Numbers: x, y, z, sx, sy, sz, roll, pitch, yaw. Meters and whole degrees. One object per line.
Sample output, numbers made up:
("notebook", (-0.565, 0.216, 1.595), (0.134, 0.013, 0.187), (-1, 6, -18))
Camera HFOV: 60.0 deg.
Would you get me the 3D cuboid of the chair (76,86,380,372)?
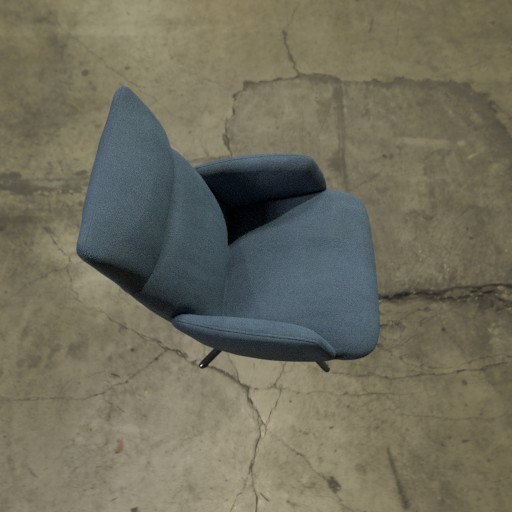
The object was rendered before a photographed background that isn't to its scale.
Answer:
("chair", (0.000, 0.000, 1.545), (0.889, 1.016, 0.711), (1, 63, 1))
